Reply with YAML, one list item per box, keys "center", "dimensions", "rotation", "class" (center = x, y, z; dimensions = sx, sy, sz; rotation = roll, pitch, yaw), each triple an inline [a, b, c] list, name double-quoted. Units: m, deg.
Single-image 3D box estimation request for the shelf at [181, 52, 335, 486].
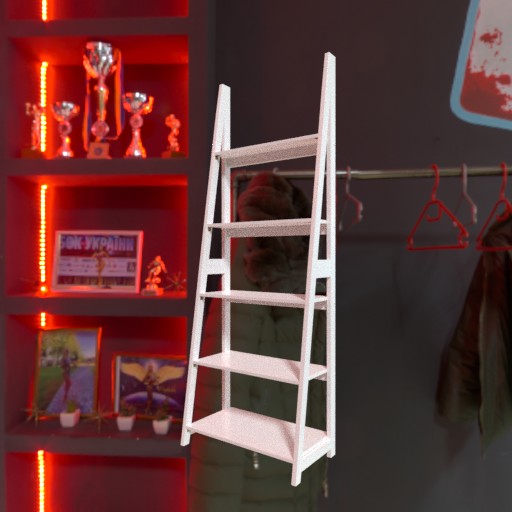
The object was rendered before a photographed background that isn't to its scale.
- center: [0.000, 0.000, 2.034]
  dimensions: [0.636, 1.779, 0.341]
  rotation: [0, 0, 36]
  class: "shelf"
